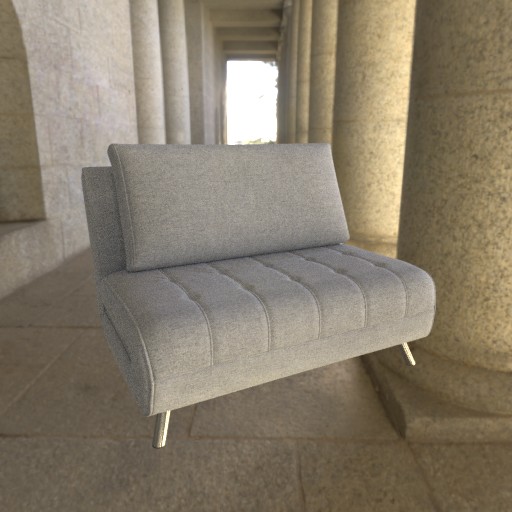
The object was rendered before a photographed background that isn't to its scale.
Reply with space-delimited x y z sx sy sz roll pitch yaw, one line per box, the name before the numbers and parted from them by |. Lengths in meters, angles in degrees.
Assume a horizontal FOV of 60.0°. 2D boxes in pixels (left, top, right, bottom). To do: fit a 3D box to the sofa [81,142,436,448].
sofa | 0.000 0.000 1.847 1.220 0.910 0.910 -8 17 -27
